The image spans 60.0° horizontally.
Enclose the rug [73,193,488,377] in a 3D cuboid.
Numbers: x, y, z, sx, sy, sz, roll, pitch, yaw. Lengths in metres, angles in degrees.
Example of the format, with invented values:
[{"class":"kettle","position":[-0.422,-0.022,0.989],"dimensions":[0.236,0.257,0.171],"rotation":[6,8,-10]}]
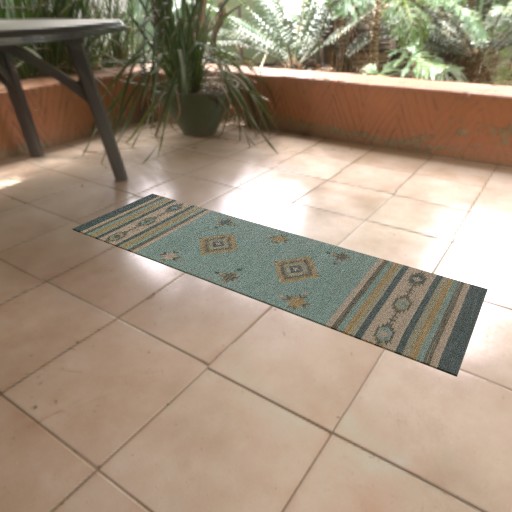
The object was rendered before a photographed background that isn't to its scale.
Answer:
[{"class":"rug","position":[0.000,0.000,2.652],"dimensions":[2.441,0.010,0.744],"rotation":[18,35,28]}]
